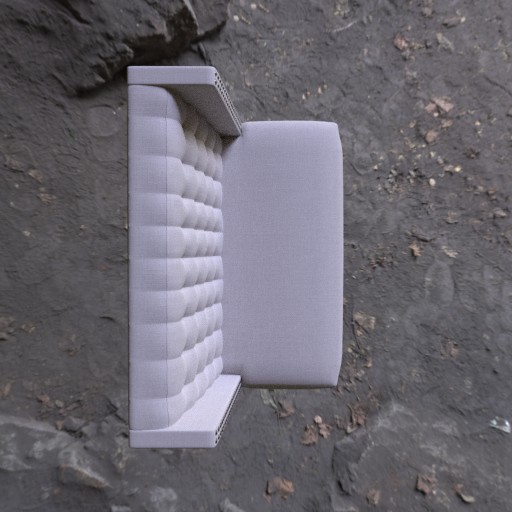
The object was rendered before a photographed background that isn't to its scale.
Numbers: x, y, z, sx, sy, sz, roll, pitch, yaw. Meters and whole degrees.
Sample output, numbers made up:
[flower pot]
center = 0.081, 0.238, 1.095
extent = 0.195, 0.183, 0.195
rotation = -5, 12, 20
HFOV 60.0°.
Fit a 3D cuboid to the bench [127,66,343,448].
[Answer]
[bench]
center = 0.000, 0.000, 2.002
extent = 0.847, 1.123, 1.280
rotation = 0, 91, 0
